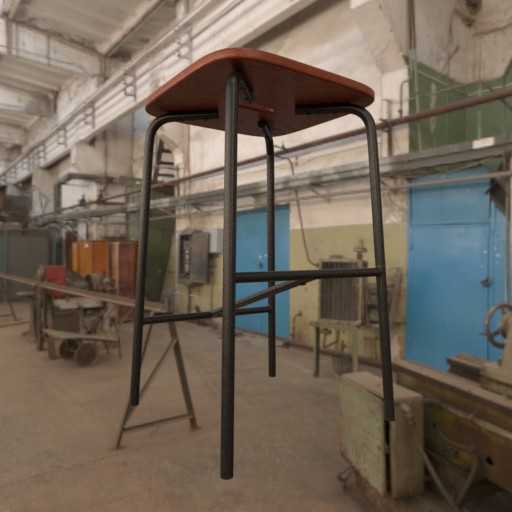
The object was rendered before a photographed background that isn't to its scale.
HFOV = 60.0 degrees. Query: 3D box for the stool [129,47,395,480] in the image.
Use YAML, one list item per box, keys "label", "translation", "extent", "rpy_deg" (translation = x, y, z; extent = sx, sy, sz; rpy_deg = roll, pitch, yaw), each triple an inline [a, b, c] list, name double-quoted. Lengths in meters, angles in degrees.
- label: "stool"
  translation: [0.000, 0.000, 0.864]
  extent: [0.376, 0.610, 0.376]
  rpy_deg: [0, 1, -36]
